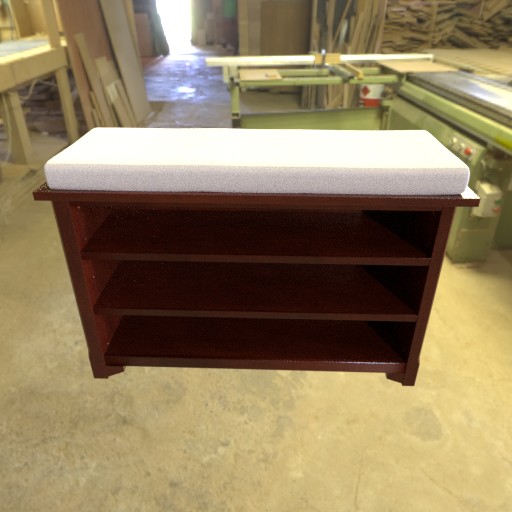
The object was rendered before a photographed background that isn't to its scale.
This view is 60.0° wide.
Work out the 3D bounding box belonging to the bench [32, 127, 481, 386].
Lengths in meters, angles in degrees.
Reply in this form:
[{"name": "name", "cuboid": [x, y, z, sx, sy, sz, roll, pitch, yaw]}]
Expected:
[{"name": "bench", "cuboid": [0.000, 0.000, 1.264, 0.987, 0.646, 0.369, 1, 30, 2]}]
